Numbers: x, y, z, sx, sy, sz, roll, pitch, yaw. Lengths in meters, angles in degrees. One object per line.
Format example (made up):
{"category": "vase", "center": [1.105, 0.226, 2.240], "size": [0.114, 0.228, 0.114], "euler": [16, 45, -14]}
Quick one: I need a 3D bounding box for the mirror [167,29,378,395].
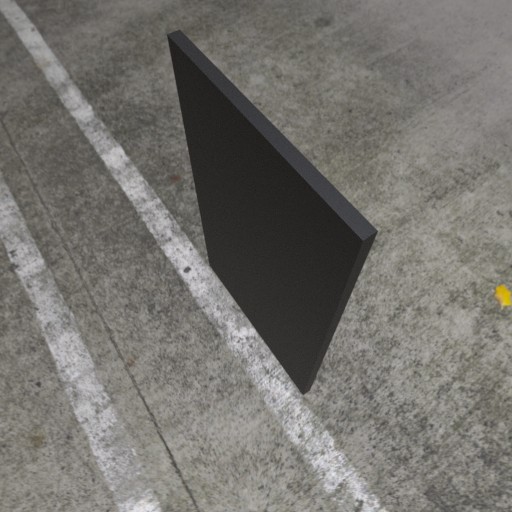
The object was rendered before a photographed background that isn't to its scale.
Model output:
{"category": "mirror", "center": [0.000, 0.000, 1.514], "size": [0.038, 1.219, 0.762], "euler": [-30, 64, -17]}
